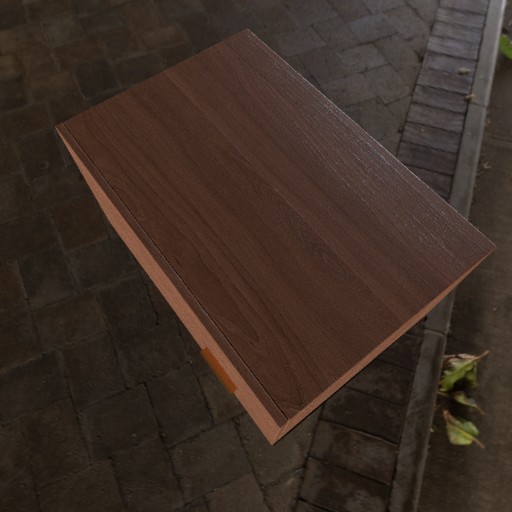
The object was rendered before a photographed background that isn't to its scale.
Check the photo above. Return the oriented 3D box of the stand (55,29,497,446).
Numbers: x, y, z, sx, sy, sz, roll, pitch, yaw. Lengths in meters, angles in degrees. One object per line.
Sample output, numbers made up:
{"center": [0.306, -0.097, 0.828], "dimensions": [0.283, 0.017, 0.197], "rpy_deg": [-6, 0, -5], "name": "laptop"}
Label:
{"center": [0.000, 0.000, 0.915], "dimensions": [0.420, 0.500, 0.600], "rpy_deg": [-35, 68, -16], "name": "stand"}
